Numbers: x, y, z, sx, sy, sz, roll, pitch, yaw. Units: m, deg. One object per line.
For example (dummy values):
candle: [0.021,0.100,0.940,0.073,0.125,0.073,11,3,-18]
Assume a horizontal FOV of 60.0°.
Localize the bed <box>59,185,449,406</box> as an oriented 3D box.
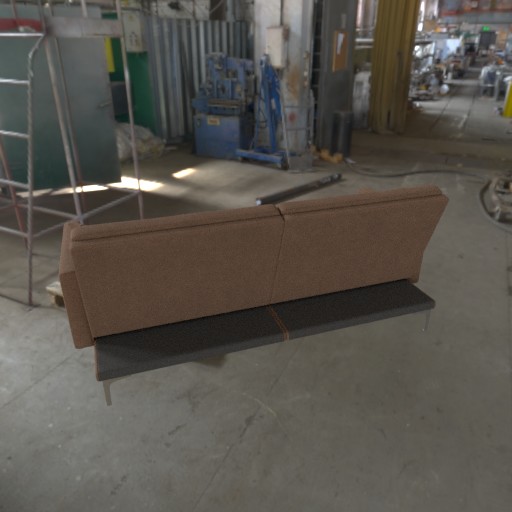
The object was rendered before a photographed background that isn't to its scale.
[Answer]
bed: [0.000,0.000,2.376,1.905,0.787,0.889,-9,28,-17]
